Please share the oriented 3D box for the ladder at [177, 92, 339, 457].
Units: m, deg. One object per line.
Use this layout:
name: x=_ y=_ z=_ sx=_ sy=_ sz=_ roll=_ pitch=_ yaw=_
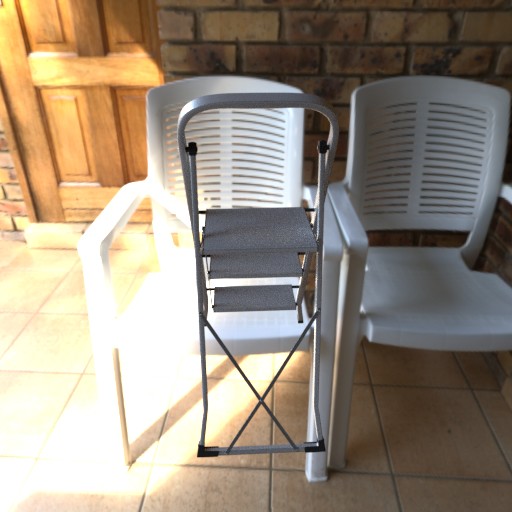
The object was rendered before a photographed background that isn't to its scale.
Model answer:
ladder: x=0.000 y=0.000 z=1.453 sx=0.465 sy=1.070 sz=0.704 roll=-1 pitch=30 yaw=-3
